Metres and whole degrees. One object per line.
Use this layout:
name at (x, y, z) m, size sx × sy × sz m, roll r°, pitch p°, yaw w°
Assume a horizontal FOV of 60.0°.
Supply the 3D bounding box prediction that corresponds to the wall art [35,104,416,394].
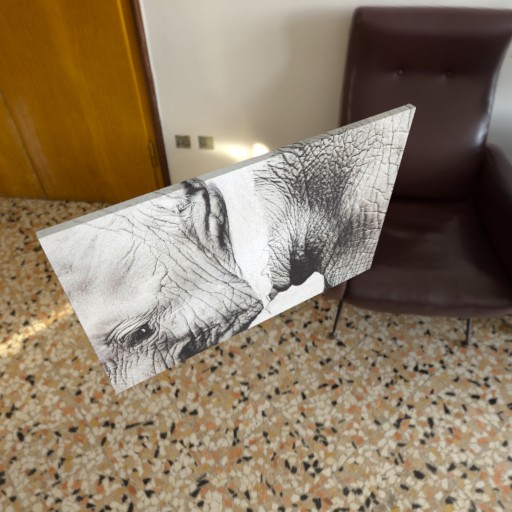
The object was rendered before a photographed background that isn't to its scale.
wall art at (0.000, 0.000, 1.174) m, size 0.914 × 0.607 × 0.023 m, roll -23°, pitch 51°, yaw -20°
